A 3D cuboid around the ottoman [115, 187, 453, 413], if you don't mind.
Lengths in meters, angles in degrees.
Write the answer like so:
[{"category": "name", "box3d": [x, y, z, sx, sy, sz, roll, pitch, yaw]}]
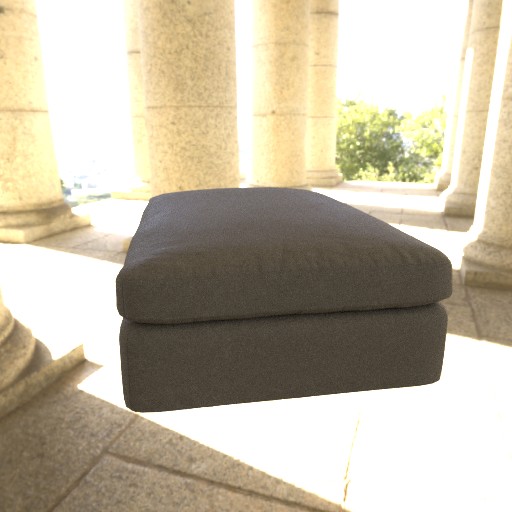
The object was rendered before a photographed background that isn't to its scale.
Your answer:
[{"category": "ottoman", "box3d": [0.000, 0.000, 1.601, 0.840, 0.429, 1.199, -3, 16, -9]}]
